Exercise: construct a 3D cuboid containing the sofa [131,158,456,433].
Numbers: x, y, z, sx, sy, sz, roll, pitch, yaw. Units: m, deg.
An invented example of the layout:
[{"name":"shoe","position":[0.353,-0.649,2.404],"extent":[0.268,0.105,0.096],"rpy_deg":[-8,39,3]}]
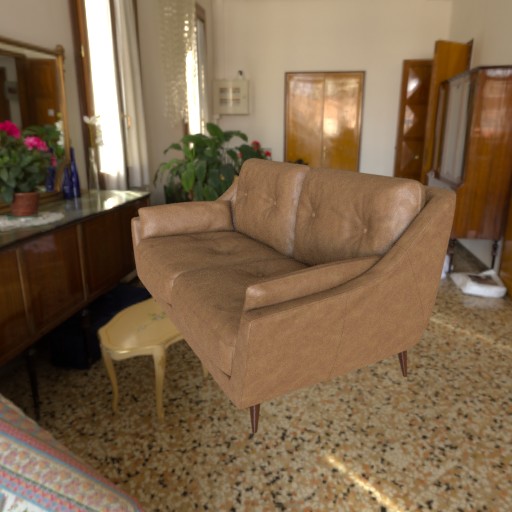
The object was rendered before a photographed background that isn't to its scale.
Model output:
[{"name":"sofa","position":[0.000,0.000,2.277],"extent":[0.981,0.886,1.731],"rpy_deg":[-8,18,-25]}]
